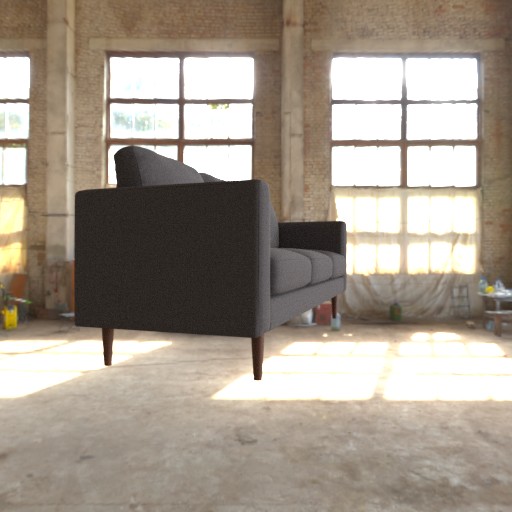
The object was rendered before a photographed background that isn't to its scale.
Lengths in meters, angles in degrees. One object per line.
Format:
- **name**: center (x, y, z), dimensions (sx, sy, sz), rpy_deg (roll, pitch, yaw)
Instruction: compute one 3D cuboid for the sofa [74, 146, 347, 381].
- **sofa**: center (0.000, 0.000, 2.537), dimensions (0.802, 0.912, 2.029), rpy_deg (0, 0, 19)
